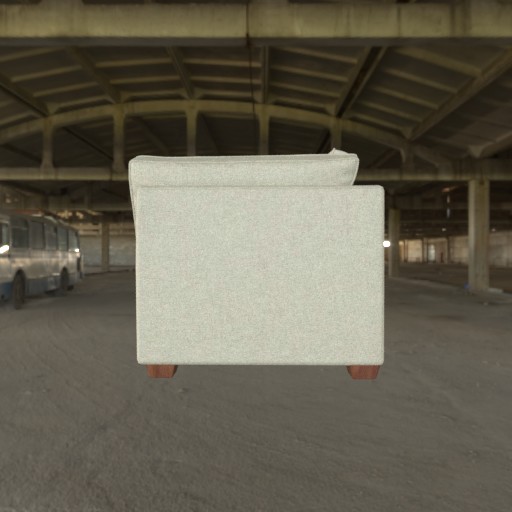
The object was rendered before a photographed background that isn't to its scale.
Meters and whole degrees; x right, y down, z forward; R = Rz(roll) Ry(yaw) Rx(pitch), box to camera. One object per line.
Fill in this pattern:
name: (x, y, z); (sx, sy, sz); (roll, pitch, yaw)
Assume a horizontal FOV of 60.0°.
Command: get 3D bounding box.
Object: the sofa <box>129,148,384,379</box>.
sofa: (0.000, 0.000, 2.888); (1.061, 0.962, 2.317); (0, 0, 0)
